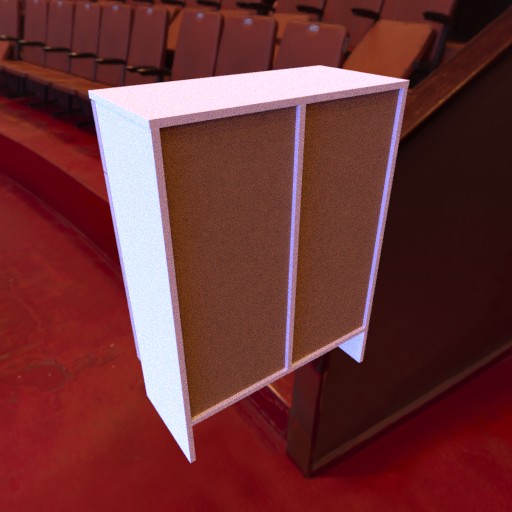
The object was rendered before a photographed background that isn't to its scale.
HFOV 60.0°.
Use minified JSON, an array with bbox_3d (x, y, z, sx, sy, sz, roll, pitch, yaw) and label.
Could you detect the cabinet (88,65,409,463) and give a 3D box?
[{"bbox_3d":[0.000,0.000,1.115,0.600,0.815,0.296,-20,36,-30],"label":"cabinet"}]
